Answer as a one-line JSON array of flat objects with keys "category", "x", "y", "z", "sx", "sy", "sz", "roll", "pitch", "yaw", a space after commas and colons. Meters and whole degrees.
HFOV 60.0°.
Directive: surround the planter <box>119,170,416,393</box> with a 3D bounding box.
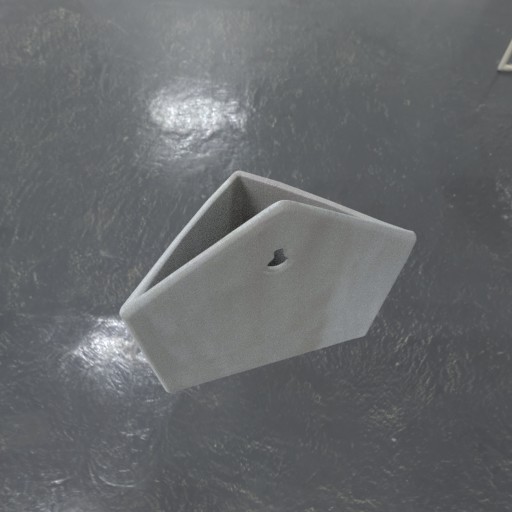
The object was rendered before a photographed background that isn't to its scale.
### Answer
[{"category": "planter", "x": 0.000, "y": 0.000, "z": 0.280, "sx": 0.163, "sy": 0.194, "sz": 0.080, "roll": -14, "pitch": 59, "yaw": -9}]
